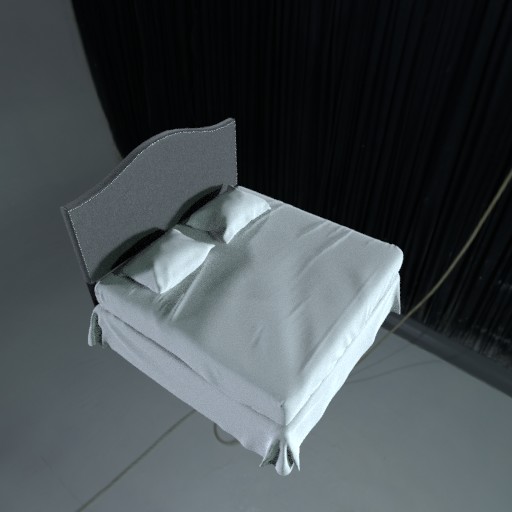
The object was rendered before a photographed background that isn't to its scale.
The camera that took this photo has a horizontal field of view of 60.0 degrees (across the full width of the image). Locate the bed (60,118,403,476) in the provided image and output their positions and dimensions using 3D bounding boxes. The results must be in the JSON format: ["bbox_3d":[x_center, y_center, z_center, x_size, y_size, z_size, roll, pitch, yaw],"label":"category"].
[{"bbox_3d":[0.000,0.000,3.786,2.219,1.651,2.314,25,47,27],"label":"bed"}]
